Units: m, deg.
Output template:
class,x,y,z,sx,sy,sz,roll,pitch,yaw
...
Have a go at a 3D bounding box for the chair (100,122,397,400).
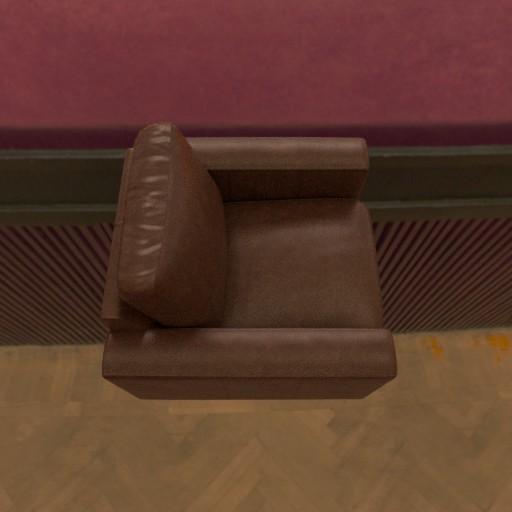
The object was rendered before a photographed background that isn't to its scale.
class,x,y,z,sx,sy,sz,roll,pitch,yaw
chair,0.000,0.000,1.770,1.016,0.873,1.005,0,65,0
